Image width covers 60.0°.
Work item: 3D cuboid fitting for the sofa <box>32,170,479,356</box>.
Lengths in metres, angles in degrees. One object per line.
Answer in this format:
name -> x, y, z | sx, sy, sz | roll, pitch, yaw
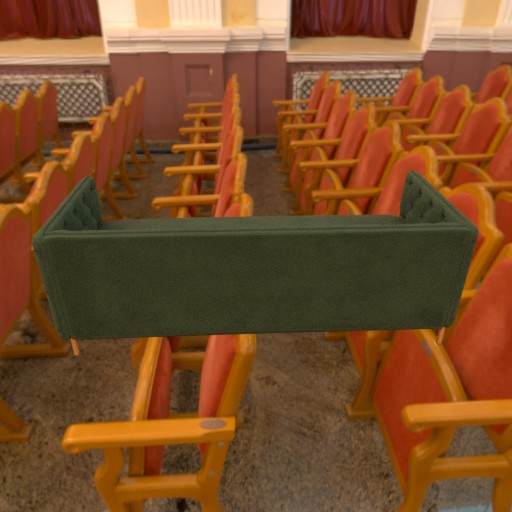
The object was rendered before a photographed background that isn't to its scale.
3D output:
sofa -> 0.000, 0.000, 2.680 | 2.209, 0.771, 0.895 | -1, 30, -2
